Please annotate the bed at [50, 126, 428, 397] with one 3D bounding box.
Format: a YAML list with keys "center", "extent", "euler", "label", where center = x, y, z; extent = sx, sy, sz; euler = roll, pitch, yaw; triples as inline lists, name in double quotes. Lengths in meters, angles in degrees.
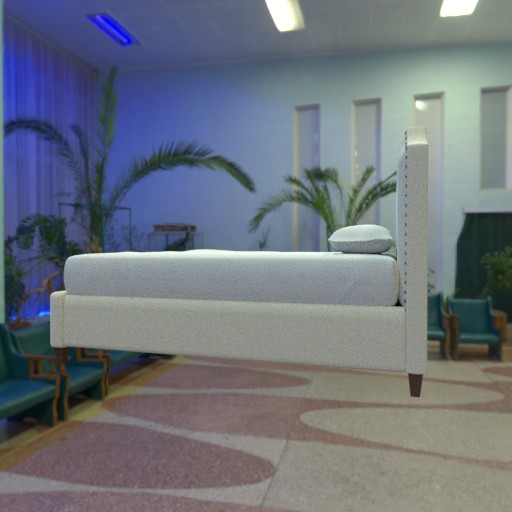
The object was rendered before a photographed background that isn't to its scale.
- center: [0.000, 0.000, 3.373]
  extent: [2.329, 1.415, 1.703]
  euler: [0, 1, 17]
  label: "bed"
